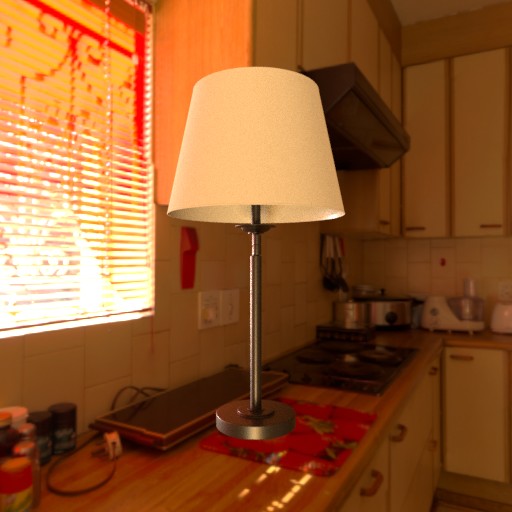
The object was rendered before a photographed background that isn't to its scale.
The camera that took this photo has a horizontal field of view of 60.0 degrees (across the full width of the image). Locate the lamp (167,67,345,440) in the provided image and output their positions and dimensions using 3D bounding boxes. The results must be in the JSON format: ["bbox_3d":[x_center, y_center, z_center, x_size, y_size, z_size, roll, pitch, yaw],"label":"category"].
[{"bbox_3d":[0.000,0.000,0.920,0.363,0.696,0.363,0,-1,0],"label":"lamp"}]
